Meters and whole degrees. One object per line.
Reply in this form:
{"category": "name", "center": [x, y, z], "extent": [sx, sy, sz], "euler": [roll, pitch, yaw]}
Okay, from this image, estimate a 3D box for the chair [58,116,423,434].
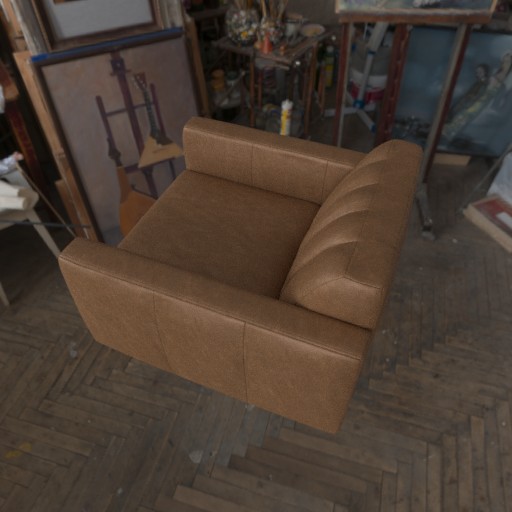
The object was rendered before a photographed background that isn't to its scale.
{"category": "chair", "center": [0.000, 0.000, 1.687], "extent": [0.998, 0.819, 0.953], "euler": [17, 49, 15]}
